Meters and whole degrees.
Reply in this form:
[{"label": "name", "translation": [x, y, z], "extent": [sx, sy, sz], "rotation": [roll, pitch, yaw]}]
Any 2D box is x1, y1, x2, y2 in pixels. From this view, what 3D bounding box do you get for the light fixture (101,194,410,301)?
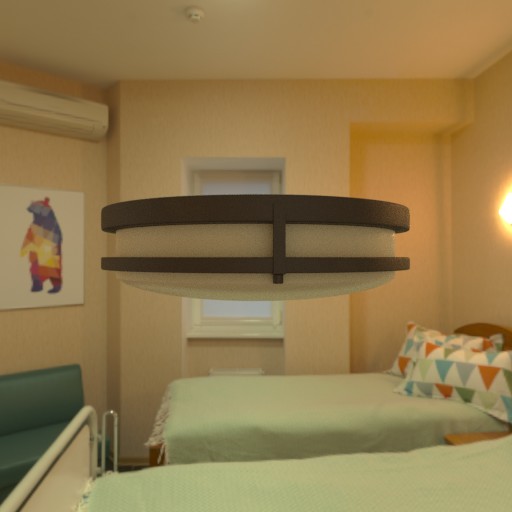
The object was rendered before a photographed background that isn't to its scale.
[{"label": "light fixture", "translation": [0.000, 0.000, 0.539], "extent": [0.356, 0.102, 0.356], "rotation": [0, 0, 0]}]
